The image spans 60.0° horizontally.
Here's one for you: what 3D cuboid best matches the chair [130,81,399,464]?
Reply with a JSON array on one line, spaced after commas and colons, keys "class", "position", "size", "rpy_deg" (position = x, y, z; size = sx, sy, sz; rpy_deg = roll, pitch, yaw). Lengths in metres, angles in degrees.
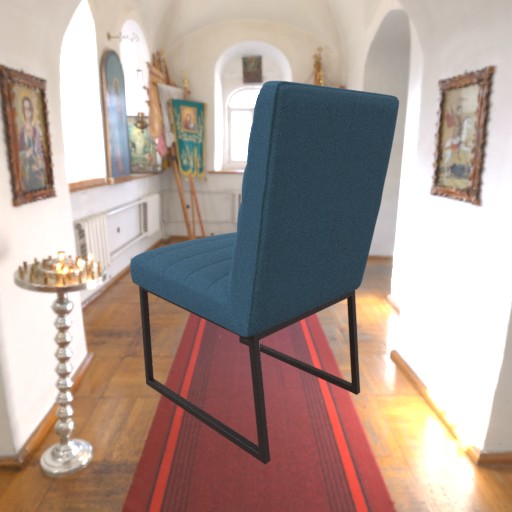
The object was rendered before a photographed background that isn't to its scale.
[{"class": "chair", "position": [0.000, 0.000, 1.354], "size": [0.634, 0.930, 0.520], "rpy_deg": [14, 21, 42]}]
